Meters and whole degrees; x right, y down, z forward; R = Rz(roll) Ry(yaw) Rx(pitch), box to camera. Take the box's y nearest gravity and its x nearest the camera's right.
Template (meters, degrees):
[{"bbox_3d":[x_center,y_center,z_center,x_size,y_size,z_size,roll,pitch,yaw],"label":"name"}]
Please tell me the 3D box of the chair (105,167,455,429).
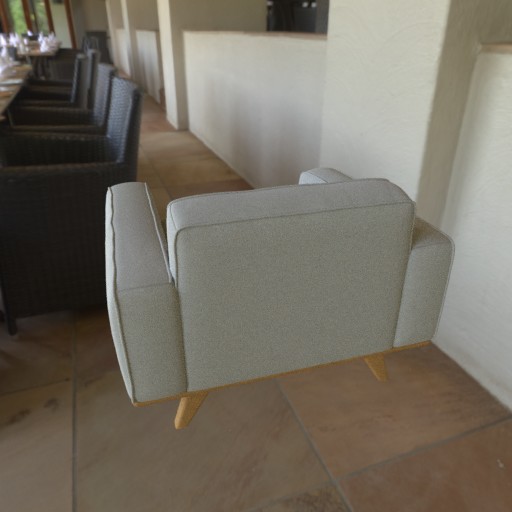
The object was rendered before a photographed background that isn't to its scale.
[{"bbox_3d":[0.000,0.000,1.755,1.115,0.779,0.953,-8,28,-15],"label":"chair"}]
